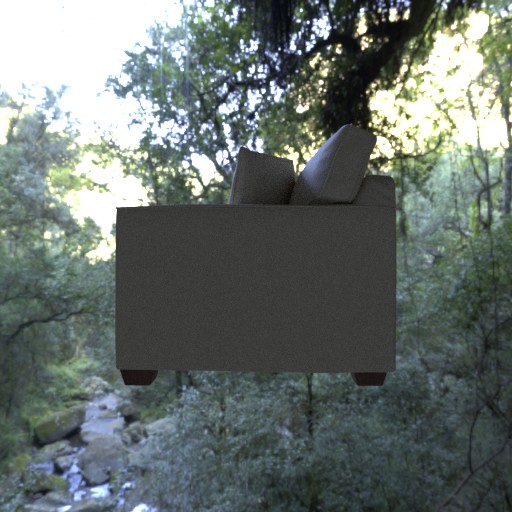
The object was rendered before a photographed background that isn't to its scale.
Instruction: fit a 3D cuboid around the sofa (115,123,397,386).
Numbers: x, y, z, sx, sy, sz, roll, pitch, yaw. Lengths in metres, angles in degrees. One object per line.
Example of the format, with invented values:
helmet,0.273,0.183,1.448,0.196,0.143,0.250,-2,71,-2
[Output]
sofa,0.000,0.000,2.532,1.034,0.946,1.963,0,0,1
